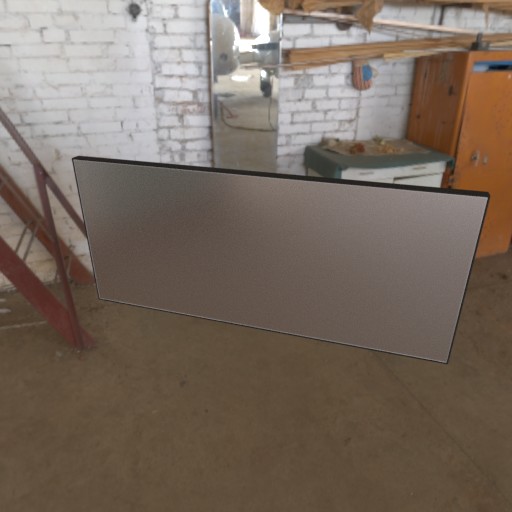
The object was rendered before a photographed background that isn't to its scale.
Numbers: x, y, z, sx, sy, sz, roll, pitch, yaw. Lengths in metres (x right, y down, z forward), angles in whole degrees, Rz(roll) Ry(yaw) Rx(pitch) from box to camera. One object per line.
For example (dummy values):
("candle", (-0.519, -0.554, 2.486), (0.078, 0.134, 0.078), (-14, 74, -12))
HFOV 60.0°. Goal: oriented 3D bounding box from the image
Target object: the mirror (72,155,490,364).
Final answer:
("mirror", (0.000, 0.000, 1.801), (1.584, 0.692, 0.047), (8, 28, 15))
